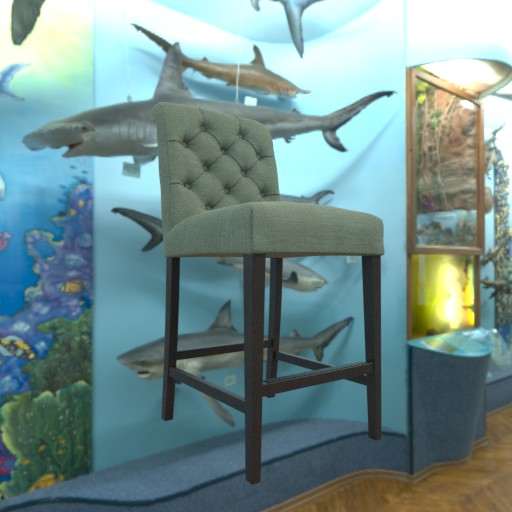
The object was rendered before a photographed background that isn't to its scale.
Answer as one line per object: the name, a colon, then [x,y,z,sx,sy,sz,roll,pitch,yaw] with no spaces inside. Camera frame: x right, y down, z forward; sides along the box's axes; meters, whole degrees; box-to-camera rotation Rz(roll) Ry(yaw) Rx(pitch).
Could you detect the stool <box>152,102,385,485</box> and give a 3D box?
stool: [0.000,0.000,1.434,0.486,1.084,0.660,1,-1,-35]
